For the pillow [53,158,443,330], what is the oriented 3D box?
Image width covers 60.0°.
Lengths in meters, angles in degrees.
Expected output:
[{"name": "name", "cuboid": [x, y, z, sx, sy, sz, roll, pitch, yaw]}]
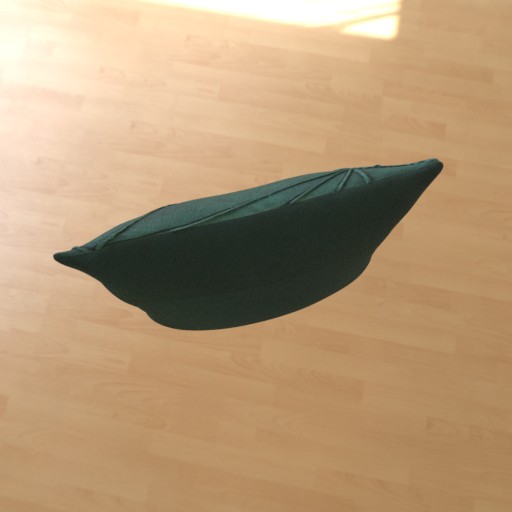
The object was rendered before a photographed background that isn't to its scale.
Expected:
[{"name": "pillow", "cuboid": [0.000, 0.000, 0.678, 0.439, 0.440, 0.184, -14, 76, -3]}]
